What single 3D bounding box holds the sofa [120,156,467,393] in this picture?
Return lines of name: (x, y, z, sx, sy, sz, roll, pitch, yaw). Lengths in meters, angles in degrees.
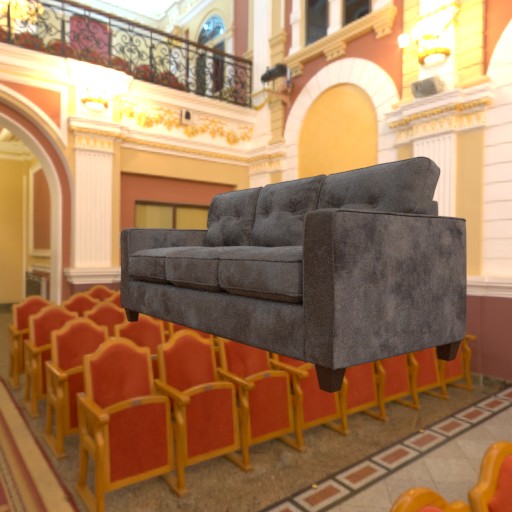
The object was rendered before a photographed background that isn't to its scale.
sofa: (0.000, 0.000, 2.656, 0.939, 0.965, 2.133, -1, 1, -37)
